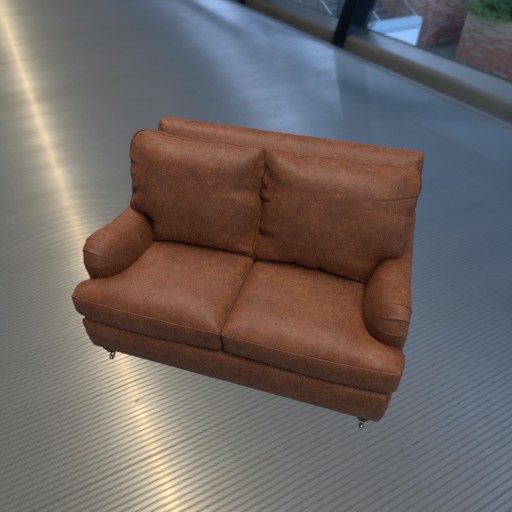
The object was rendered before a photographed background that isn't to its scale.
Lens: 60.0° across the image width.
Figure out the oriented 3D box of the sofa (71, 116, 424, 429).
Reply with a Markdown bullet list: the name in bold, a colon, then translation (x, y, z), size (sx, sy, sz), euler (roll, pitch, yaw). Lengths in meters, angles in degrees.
- **sofa**: translation (0.000, 0.000, 2.240), size (1.527, 1.004, 1.077), euler (11, 43, 13)
